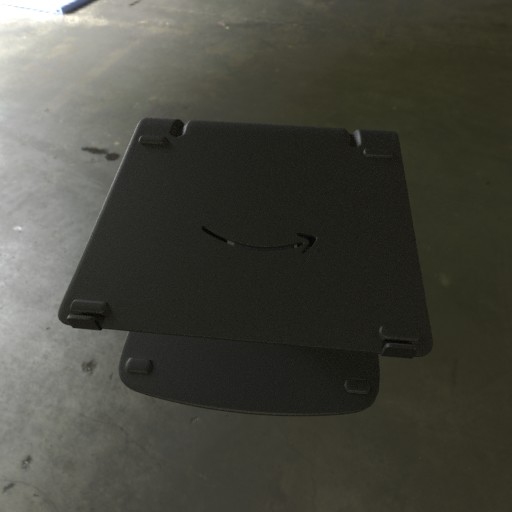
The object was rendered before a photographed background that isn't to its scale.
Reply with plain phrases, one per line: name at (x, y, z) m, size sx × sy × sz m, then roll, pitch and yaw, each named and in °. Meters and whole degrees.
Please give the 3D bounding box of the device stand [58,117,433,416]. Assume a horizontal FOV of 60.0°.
device stand at (0.000, 0.000, 0.403) m, size 0.256 × 0.155 × 0.236 m, roll 4°, pitch 48°, yaw 4°
